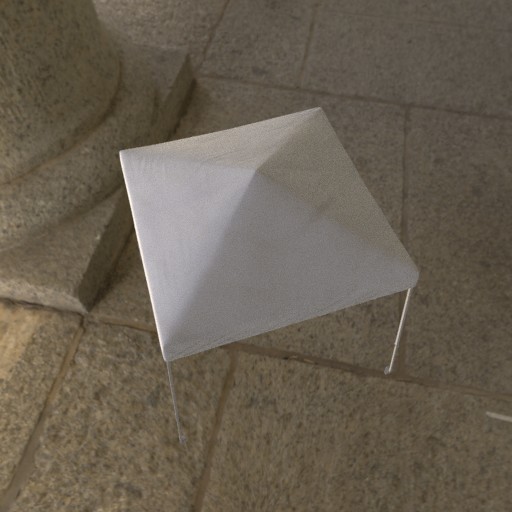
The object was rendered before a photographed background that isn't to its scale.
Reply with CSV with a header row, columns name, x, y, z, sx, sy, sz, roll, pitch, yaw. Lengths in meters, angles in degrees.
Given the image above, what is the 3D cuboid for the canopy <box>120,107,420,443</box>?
name,x,y,z,sx,sy,sz,roll,pitch,yaw
canopy,0.000,0.000,6.497,3.600,3.600,3.599,-15,59,-9
